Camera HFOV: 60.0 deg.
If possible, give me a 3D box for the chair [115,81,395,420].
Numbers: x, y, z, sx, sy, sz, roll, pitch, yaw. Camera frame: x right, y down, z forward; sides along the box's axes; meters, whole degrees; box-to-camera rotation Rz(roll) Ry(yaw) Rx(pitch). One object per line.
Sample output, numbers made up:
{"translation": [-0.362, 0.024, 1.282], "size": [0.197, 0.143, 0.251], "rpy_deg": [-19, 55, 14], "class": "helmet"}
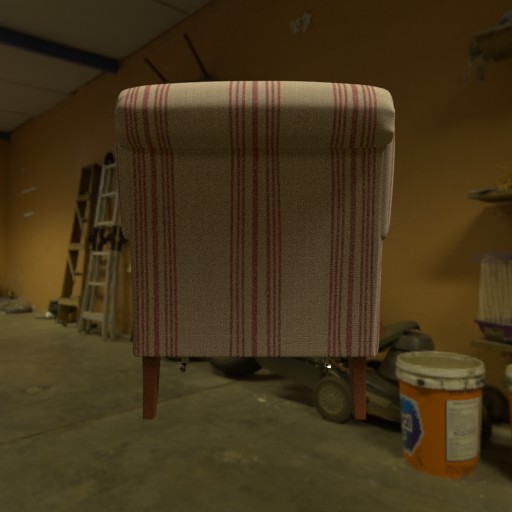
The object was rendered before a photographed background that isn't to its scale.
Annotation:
{"translation": [0.000, 0.000, 1.849], "size": [0.933, 1.123, 1.058], "rpy_deg": [0, 0, 0], "class": "chair"}
